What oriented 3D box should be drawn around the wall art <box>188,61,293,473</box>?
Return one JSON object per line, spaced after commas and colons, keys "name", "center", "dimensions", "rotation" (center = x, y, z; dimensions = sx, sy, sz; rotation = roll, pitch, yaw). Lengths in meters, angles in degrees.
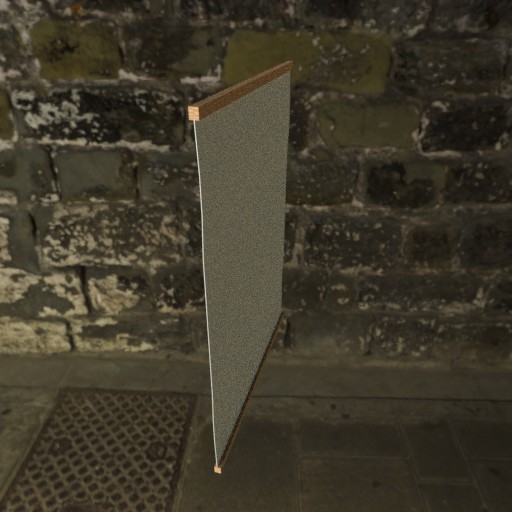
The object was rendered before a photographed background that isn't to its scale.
{"name": "wall art", "center": [0.000, 0.000, 0.803], "dimensions": [0.011, 0.605, 0.458], "rotation": [8, 30, 14]}
